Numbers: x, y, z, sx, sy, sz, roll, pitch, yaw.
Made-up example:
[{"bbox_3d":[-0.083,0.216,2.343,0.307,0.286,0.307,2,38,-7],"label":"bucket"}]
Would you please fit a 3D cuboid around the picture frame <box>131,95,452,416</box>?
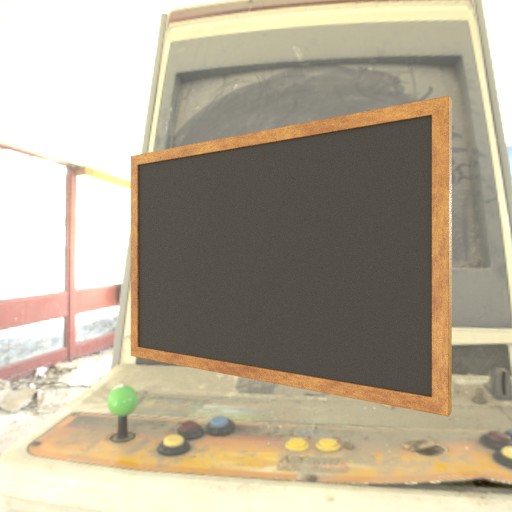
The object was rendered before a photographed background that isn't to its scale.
[{"bbox_3d":[0.000,0.000,1.129,0.922,0.621,0.029,0,0,34],"label":"picture frame"}]
